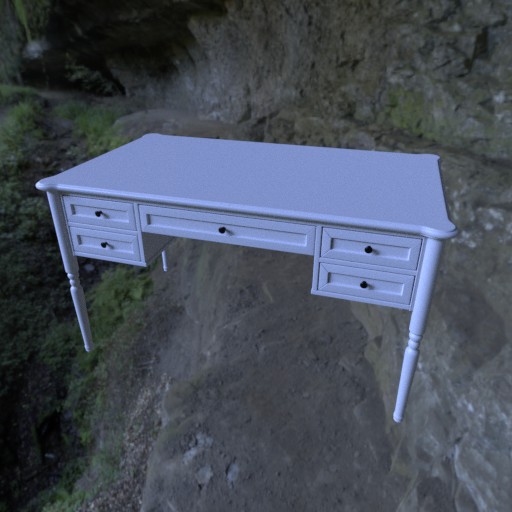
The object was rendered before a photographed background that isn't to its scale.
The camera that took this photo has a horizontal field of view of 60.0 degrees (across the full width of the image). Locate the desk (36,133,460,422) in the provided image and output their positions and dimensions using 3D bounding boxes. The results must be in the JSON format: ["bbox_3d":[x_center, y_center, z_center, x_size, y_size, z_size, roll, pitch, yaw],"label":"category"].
[{"bbox_3d":[0.000,0.000,1.859,1.380,0.762,0.807,8,29,15],"label":"desk"}]
